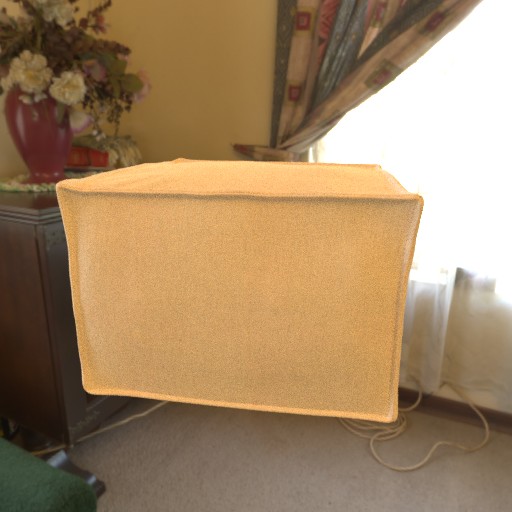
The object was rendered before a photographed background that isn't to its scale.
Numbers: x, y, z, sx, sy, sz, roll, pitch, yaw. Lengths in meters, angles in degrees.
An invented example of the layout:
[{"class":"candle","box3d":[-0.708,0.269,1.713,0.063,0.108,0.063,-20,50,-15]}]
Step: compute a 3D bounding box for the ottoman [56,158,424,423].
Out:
[{"class":"ottoman","box3d":[0.000,0.000,1.158,0.696,0.470,0.707,3,17,9]}]
